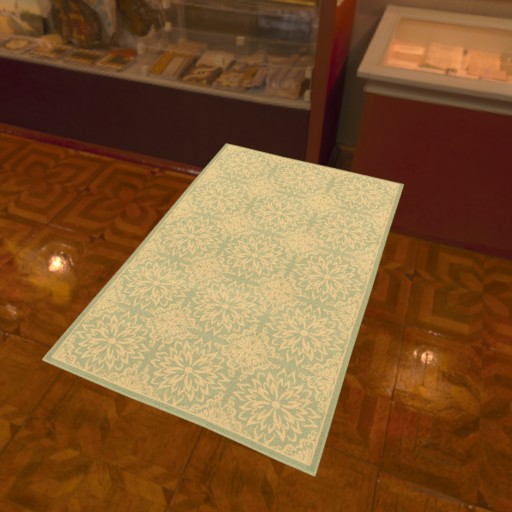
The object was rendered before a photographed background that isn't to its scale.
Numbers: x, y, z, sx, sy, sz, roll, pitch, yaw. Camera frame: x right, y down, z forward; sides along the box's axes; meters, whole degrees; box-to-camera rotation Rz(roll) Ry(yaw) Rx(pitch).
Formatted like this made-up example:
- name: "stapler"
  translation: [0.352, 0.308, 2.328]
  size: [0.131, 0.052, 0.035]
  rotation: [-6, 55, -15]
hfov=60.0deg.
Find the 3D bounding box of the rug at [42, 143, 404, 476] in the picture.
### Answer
- name: "rug"
  translation: [0.000, 0.000, 3.459]
  size: [1.819, 0.018, 2.746]
  rotation: [17, 48, 15]
